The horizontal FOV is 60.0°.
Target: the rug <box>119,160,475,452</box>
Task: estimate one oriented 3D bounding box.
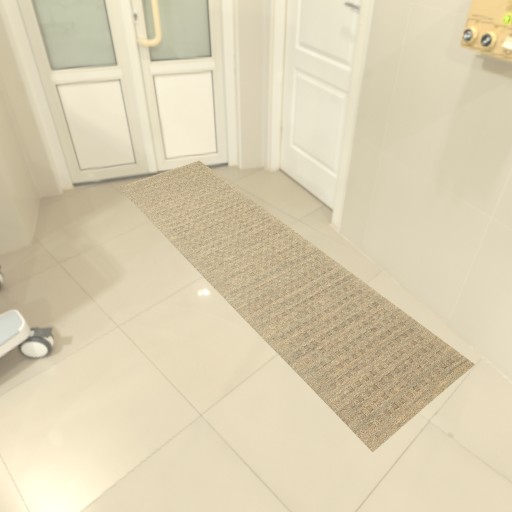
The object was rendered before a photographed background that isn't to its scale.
[{"bbox_3d":[0.000,0.000,2.620,0.688,0.005,2.437,-25,46,-27],"label":"rug"}]
